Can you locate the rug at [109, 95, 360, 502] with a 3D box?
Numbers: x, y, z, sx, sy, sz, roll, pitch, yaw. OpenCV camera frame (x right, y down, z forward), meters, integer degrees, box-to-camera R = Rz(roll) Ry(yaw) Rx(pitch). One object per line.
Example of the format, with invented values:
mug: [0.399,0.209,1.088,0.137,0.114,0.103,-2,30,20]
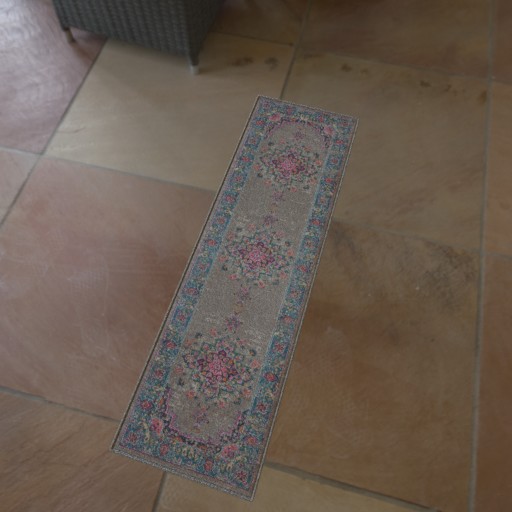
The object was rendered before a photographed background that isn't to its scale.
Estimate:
rug: [0.000,0.000,1.956,0.553,0.012,1.827,16,66,7]
